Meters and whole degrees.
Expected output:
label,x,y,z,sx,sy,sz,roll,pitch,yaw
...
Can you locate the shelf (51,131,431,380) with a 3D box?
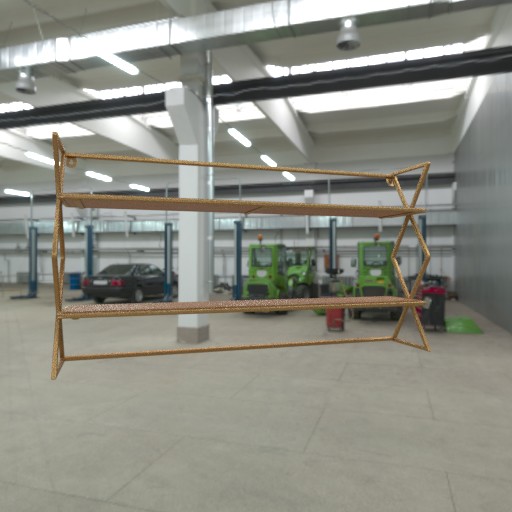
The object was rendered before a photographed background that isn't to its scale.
label,x,y,z,sx,sy,sz,roll,pitch,yaw
shelf,0.000,0.000,0.996,0.822,0.450,0.150,0,-1,-18
